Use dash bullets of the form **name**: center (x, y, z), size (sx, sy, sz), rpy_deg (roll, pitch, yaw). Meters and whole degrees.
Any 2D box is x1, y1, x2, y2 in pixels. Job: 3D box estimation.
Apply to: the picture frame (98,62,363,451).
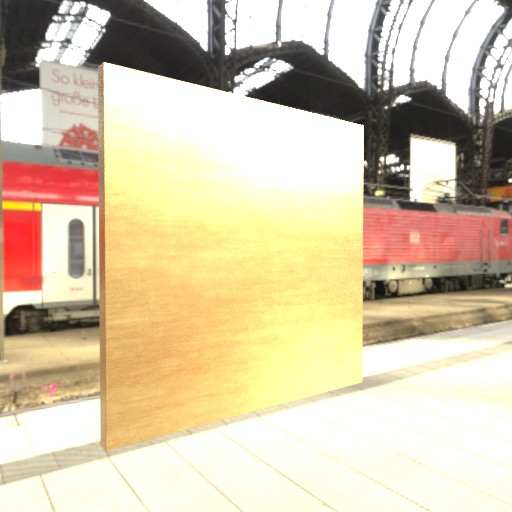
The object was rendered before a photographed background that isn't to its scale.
- **picture frame**: center (0.000, 0.000, 1.104), size (0.758, 0.761, 0.037), rpy_deg (-1, 1, -36)
